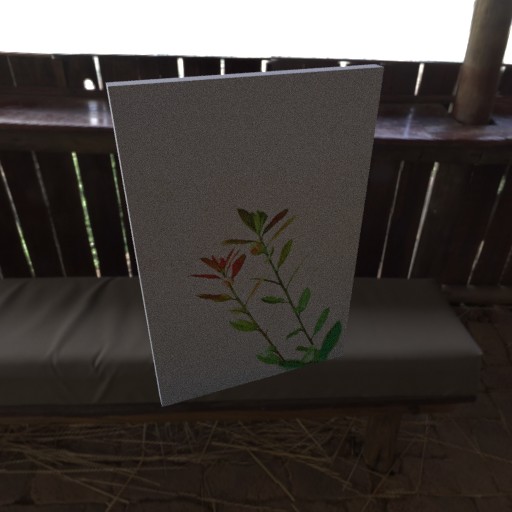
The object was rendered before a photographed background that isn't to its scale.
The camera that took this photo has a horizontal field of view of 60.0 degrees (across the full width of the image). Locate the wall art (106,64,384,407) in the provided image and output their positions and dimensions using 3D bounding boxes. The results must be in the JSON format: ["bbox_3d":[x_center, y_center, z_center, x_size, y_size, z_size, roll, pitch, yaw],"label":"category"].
[{"bbox_3d":[0.000,0.000,1.187,0.612,0.915,0.039,-11,34,-17],"label":"wall art"}]
